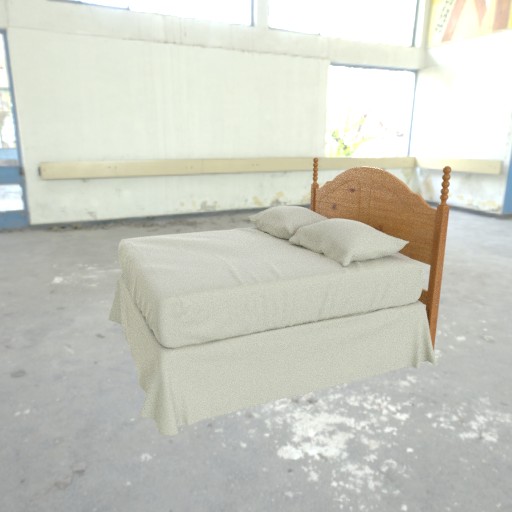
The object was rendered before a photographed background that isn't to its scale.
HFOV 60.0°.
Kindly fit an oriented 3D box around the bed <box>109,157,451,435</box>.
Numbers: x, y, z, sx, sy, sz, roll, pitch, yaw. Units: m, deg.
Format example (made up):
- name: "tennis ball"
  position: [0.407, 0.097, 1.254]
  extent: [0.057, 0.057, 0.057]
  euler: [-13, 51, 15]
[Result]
- name: "bed"
  position: [0.000, 0.000, 3.311]
  extent: [2.040, 1.356, 1.873]
  euler: [-6, 16, -23]
